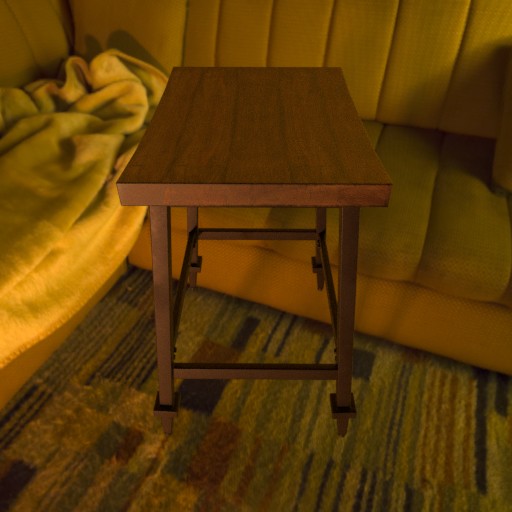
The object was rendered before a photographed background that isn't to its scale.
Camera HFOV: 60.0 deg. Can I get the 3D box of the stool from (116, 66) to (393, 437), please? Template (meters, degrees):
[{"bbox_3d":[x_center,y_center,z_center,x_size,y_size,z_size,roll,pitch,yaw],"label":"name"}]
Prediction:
[{"bbox_3d":[0.000,0.000,0.933,0.405,0.625,0.486,0,40,0],"label":"stool"}]
